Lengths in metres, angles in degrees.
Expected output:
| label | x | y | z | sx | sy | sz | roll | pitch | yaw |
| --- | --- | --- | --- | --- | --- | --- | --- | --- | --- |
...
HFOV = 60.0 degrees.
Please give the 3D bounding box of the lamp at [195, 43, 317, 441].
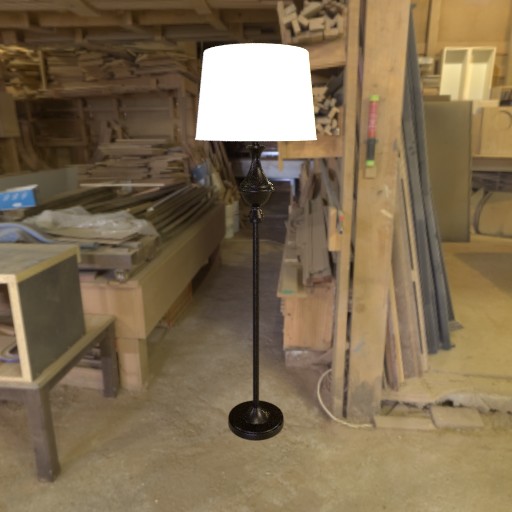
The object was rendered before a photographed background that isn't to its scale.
| label | x | y | z | sx | sy | sz | roll | pitch | yaw |
| --- | --- | --- | --- | --- | --- | --- | --- | --- | --- |
| lamp | 0.000 | 0.000 | 1.700 | 0.431 | 1.484 | 0.431 | 0 | 16 | 0 |
